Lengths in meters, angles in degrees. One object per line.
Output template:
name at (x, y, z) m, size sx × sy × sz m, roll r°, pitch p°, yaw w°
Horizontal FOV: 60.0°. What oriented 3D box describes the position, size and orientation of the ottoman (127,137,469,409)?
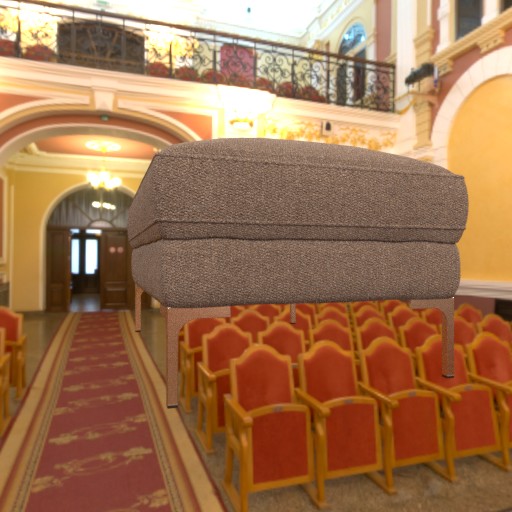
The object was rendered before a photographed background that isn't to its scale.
ottoman at (0.000, 0.000, 1.106) m, size 0.583 × 0.464 × 0.785 m, roll 0°, pitch 0°, yaw -19°
